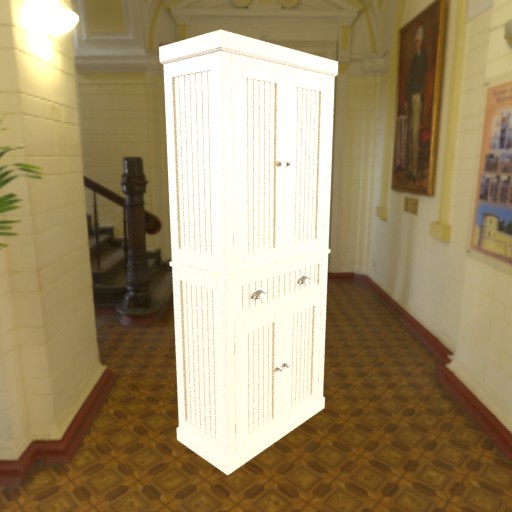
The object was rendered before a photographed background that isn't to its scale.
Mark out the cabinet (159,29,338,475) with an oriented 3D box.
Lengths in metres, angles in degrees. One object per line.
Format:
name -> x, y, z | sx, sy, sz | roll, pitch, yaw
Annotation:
cabinet -> 0.000, 0.000, 2.165 | 0.390, 1.829, 0.754 | 12, 17, 42
